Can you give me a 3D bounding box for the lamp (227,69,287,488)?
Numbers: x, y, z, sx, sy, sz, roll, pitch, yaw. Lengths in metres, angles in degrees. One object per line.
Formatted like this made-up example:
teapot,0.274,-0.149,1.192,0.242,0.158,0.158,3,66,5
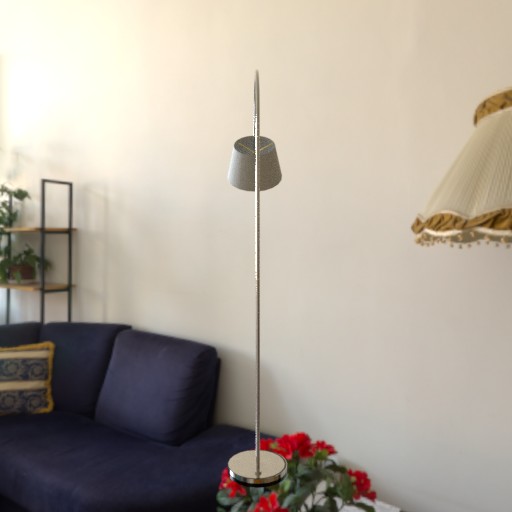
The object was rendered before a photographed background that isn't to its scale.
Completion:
lamp,0.000,0.000,2.737,0.406,2.098,1.445,0,2,-1
